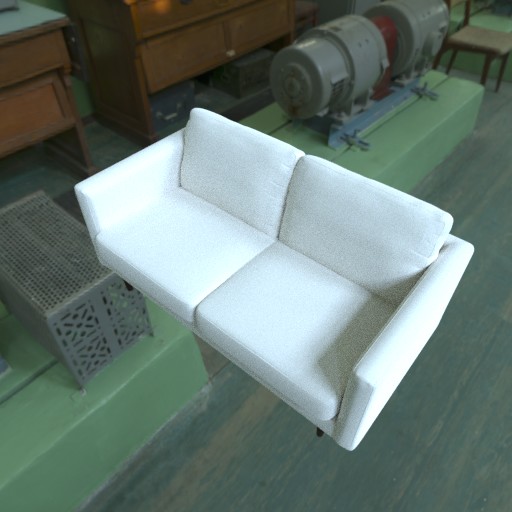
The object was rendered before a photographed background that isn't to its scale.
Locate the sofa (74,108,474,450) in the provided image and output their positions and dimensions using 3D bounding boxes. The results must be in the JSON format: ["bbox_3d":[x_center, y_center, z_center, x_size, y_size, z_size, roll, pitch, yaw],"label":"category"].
[{"bbox_3d":[0.000,0.000,2.226,1.713,0.893,0.940,31,52,27],"label":"sofa"}]
